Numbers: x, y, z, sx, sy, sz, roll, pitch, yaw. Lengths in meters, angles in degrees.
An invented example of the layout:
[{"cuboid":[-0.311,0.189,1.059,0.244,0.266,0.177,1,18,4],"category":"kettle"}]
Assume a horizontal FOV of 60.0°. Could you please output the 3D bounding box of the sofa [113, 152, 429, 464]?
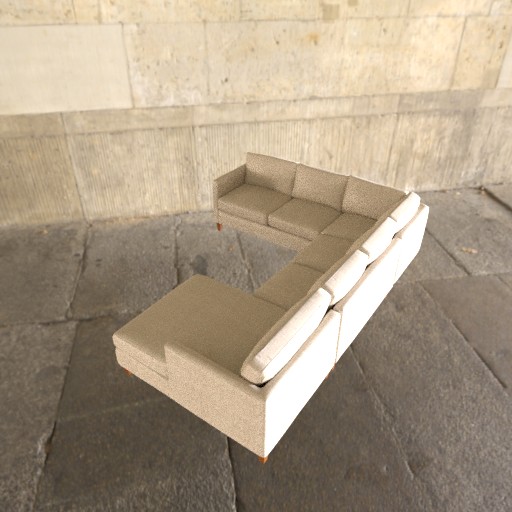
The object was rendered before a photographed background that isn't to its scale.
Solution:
[{"cuboid":[0.000,0.000,4.759,2.594,0.961,3.460,21,39,29],"category":"sofa"}]
